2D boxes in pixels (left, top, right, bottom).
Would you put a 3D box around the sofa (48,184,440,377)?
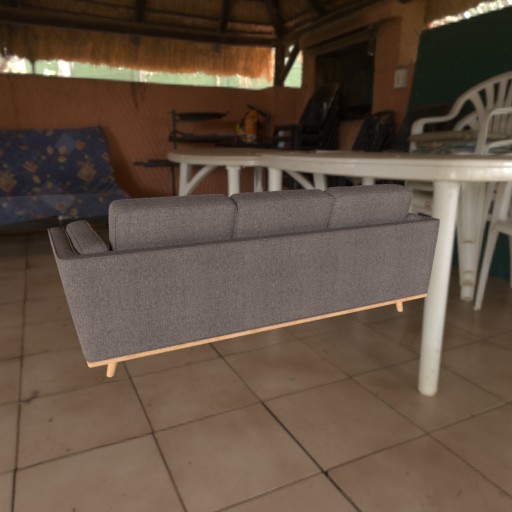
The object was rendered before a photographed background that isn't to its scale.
[{"bbox_3d":[0.000,0.000,2.854,2.362,0.899,0.903,-7,16,-26],"label":"sofa"}]
